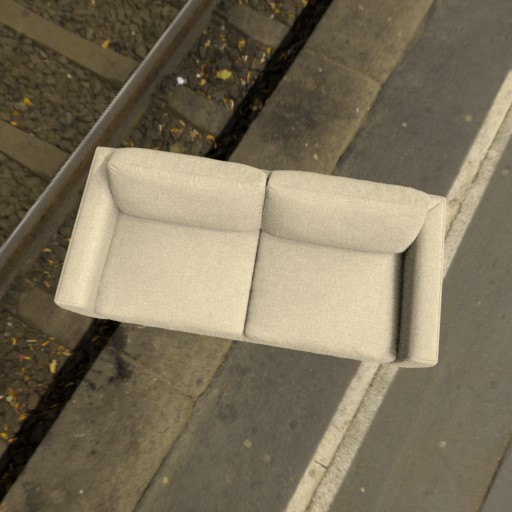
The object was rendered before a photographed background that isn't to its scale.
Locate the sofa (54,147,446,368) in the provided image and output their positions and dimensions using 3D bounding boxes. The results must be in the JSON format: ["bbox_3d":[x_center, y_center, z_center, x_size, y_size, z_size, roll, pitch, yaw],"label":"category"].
[{"bbox_3d":[0.000,0.000,2.804,2.262,0.801,1.070,9,75,2],"label":"sofa"}]
